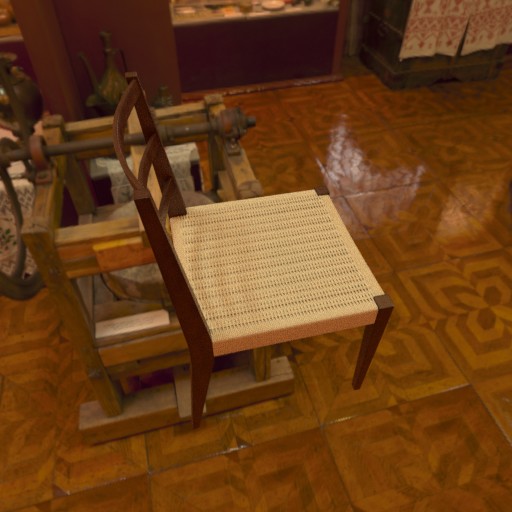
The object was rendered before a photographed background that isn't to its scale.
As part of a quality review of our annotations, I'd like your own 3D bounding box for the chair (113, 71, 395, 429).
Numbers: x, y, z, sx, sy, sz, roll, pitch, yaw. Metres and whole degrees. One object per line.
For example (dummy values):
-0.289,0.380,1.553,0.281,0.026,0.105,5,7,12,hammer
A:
0.000,0.000,1.152,0.551,0.813,0.480,-9,46,-9,chair
